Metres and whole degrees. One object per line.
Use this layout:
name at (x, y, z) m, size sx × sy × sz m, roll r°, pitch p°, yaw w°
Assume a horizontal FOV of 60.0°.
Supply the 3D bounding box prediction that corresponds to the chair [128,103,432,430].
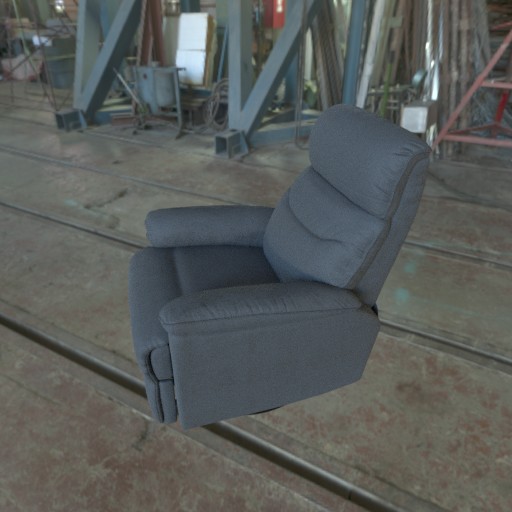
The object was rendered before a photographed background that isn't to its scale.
chair at (0.000, 0.000, 1.732) m, size 1.004 × 1.037 × 0.820 m, roll -8°, pitch 31°, yaw -14°
